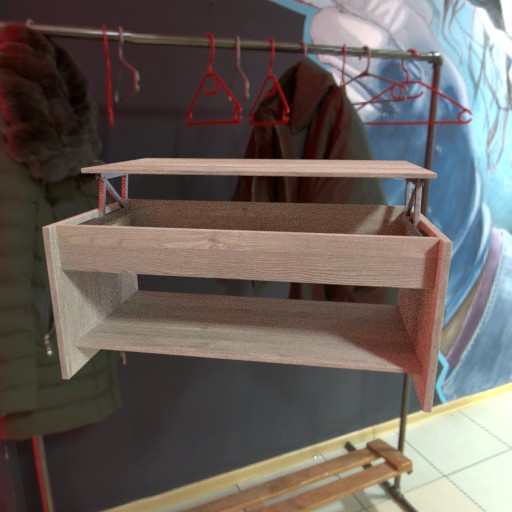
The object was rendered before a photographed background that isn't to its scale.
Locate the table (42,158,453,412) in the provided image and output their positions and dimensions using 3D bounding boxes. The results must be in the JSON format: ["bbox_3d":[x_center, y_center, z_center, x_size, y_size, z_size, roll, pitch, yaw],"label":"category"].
[{"bbox_3d":[0.000,0.000,1.440,1.000,0.570,0.712,2,16,9],"label":"table"}]
